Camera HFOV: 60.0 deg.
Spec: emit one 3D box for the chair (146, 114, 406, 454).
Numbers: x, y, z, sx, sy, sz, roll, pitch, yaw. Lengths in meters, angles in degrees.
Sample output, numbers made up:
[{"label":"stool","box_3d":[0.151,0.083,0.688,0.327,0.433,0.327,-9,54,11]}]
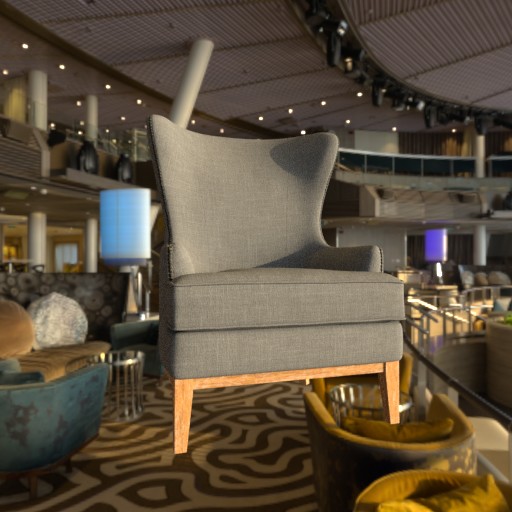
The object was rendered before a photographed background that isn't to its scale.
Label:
[{"label":"chair","box_3d":[0.000,0.000,1.817,0.864,1.176,0.883,0,-1,-19]}]
